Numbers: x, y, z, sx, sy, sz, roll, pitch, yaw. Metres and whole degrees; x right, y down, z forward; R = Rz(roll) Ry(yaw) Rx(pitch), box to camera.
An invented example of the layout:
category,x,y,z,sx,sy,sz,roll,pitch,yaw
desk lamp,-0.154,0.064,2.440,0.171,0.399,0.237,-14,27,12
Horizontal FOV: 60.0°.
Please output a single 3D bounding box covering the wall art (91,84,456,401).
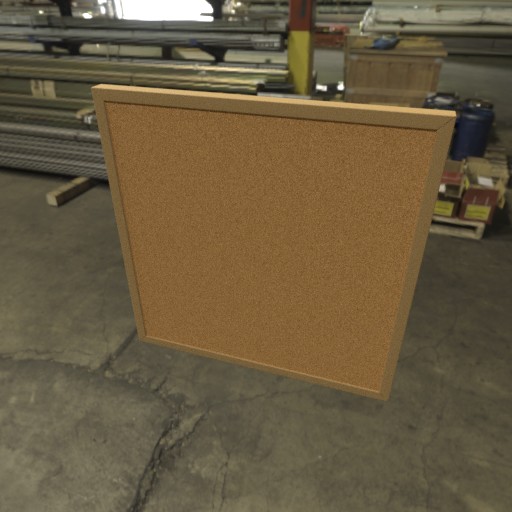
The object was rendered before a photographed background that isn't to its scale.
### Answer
category,x,y,z,sx,sy,sz,roll,pitch,yaw
wall art,0.000,0.000,1.105,0.761,0.761,0.037,10,34,15
